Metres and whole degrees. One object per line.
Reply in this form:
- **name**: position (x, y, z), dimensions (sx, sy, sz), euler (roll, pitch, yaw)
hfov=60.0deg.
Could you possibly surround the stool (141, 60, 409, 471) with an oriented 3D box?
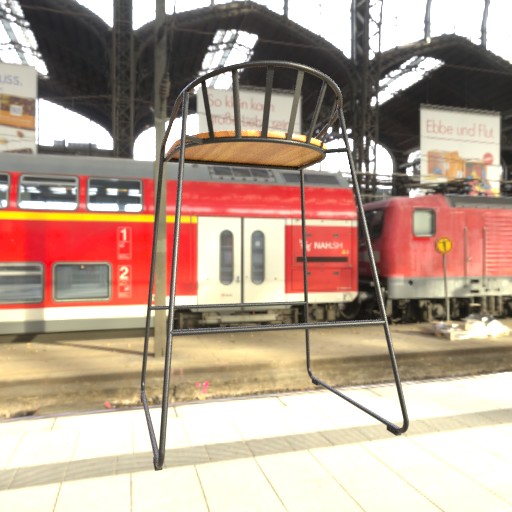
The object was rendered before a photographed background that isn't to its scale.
- **stool**: position (0.000, 0.000, 1.134), dimensions (0.546, 0.812, 0.521), euler (0, 0, -18)
